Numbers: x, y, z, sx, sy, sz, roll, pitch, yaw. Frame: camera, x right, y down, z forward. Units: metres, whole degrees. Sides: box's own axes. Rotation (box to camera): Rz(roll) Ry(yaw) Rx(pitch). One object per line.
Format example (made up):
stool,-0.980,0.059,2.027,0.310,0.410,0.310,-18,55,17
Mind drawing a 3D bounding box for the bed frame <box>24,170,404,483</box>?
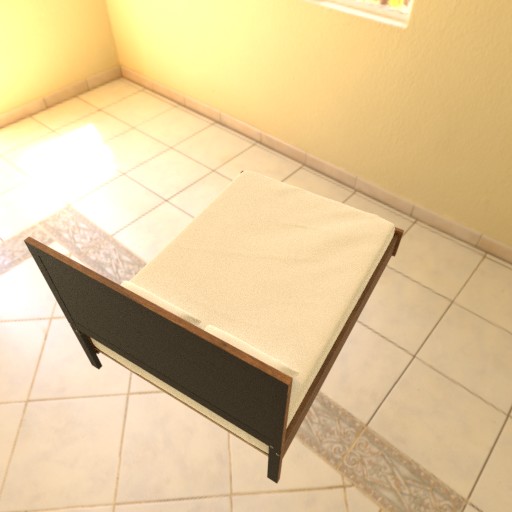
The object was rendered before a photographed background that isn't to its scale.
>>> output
bed frame,0.000,0.000,3.383,1.696,1.417,2.276,24,52,20
